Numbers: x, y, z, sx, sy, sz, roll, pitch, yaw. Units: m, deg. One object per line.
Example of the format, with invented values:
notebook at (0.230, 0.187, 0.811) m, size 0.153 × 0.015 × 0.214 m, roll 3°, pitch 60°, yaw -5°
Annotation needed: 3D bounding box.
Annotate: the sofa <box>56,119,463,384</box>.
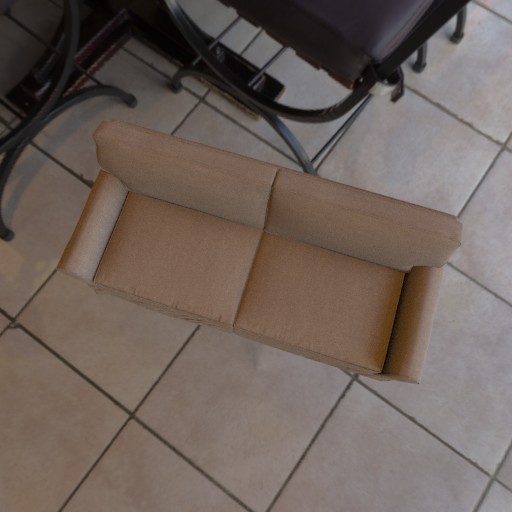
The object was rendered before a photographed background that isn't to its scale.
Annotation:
sofa at (0.000, 0.000, 2.759) m, size 2.248 × 0.943 × 0.991 m, roll 17°, pitch 76°, yaw 4°
